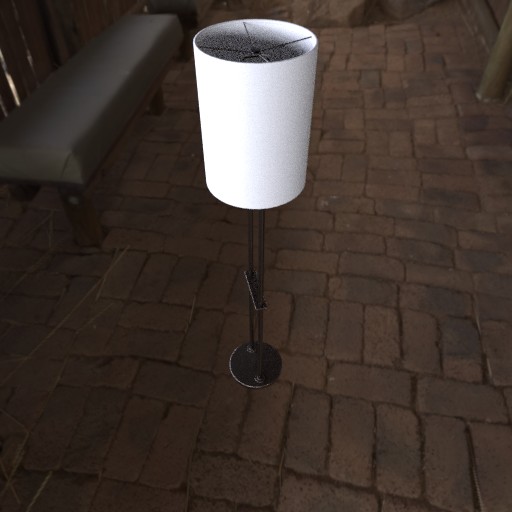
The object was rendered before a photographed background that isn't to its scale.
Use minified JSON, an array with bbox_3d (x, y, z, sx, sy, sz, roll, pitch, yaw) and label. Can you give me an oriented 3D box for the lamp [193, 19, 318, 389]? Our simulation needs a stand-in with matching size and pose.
[{"bbox_3d":[0.000,0.000,1.615,0.305,1.500,0.306,-9,46,-9],"label":"lamp"}]
